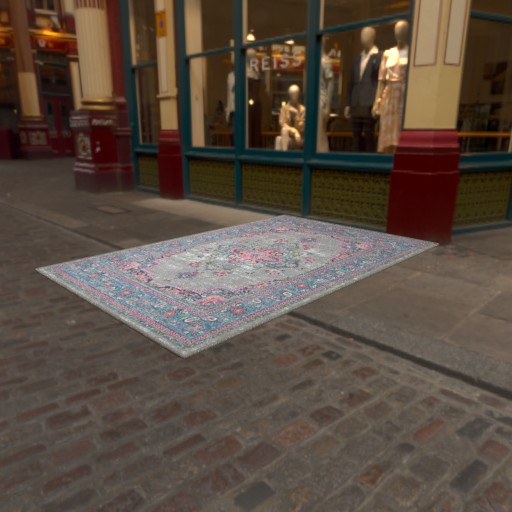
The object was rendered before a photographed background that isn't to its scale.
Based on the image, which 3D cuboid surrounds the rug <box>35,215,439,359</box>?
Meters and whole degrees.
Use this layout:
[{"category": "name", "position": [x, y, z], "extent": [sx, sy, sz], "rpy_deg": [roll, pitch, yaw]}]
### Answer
[{"category": "rug", "position": [0.000, 0.000, 2.249], "extent": [1.144, 0.014, 1.748], "rpy_deg": [16, 23, 42]}]
